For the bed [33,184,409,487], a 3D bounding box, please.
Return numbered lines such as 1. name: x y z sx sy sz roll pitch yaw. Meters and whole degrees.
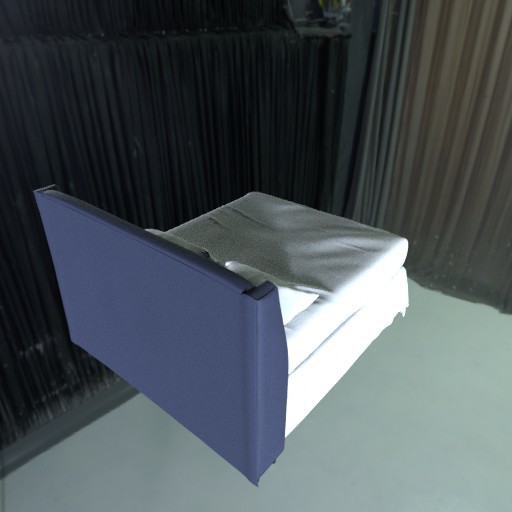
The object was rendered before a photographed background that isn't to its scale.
1. bed: 0.000 0.000 3.411 1.925 1.332 2.276 23 37 34
